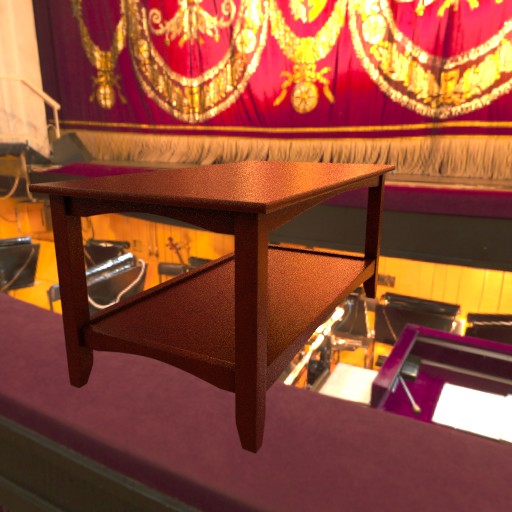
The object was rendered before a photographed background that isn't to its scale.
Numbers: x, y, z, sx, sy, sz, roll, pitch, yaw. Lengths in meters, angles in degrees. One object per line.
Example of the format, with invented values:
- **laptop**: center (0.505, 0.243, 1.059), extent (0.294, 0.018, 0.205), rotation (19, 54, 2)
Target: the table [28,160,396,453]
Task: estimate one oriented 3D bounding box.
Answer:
- **table**: center (0.000, 0.000, 1.226), extent (0.533, 0.456, 0.943), rotation (8, 17, 27)
